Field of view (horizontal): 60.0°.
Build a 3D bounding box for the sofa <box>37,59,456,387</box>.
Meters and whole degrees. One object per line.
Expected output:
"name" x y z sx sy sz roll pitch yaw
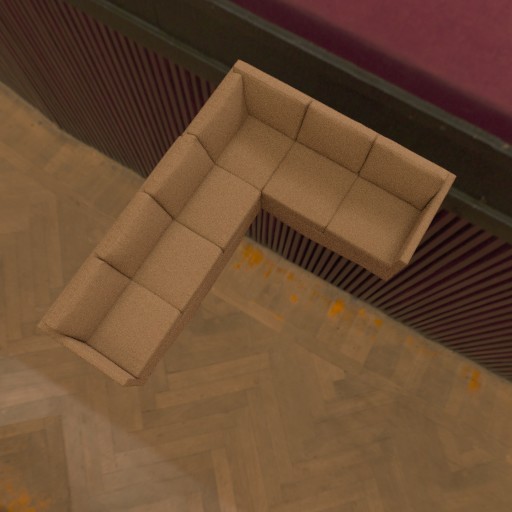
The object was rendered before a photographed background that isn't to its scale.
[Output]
"sofa" 0.000 0.000 4.170 2.432 0.871 3.182 31 77 8
